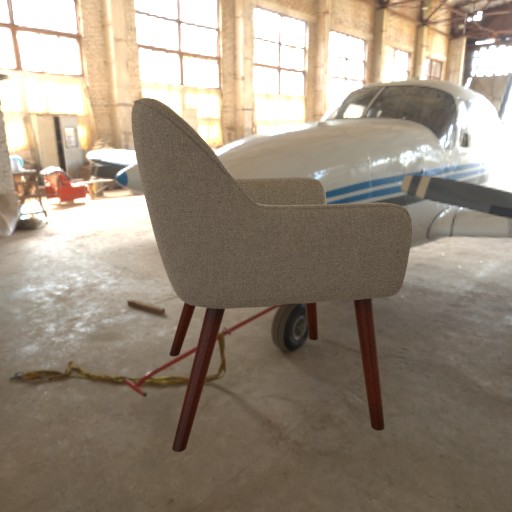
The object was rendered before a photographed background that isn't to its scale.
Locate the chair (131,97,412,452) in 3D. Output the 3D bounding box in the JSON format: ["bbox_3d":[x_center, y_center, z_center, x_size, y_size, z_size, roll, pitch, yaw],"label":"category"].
[{"bbox_3d":[0.000,0.000,1.246,0.610,0.813,0.610,-3,16,-11],"label":"chair"}]
